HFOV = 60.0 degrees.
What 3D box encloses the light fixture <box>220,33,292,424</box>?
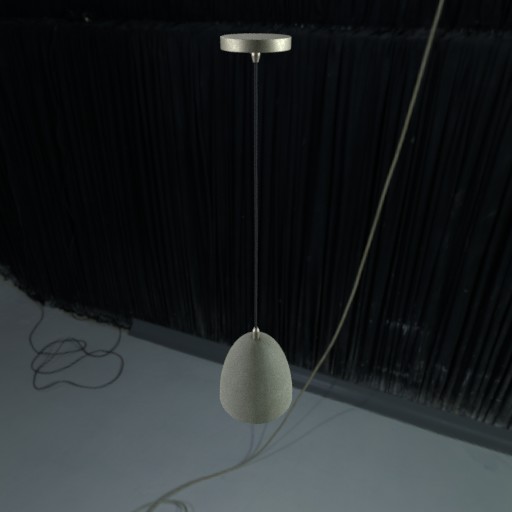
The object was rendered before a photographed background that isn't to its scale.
[{"bbox_3d":[0.000,0.000,0.853,0.170,0.759,0.170,10,32,17],"label":"light fixture"}]
